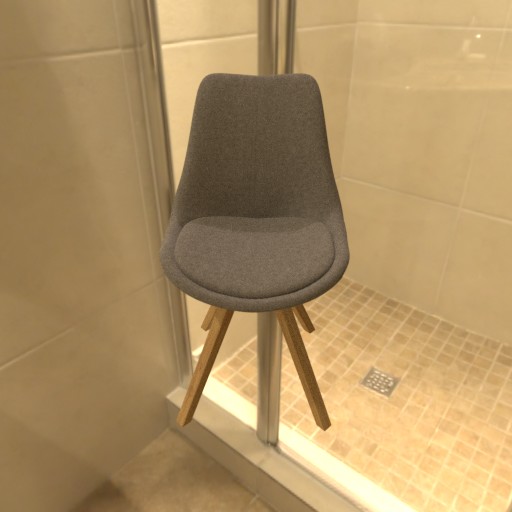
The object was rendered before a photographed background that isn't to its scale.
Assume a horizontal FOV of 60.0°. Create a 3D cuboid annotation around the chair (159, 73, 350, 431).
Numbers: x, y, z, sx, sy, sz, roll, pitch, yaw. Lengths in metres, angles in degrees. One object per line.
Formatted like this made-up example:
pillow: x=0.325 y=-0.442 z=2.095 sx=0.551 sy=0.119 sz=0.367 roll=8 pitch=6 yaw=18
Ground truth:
chair: x=0.000 y=0.000 z=1.219 sx=0.483 sy=0.865 sz=0.550 roll=1 pitch=31 yaw=2
